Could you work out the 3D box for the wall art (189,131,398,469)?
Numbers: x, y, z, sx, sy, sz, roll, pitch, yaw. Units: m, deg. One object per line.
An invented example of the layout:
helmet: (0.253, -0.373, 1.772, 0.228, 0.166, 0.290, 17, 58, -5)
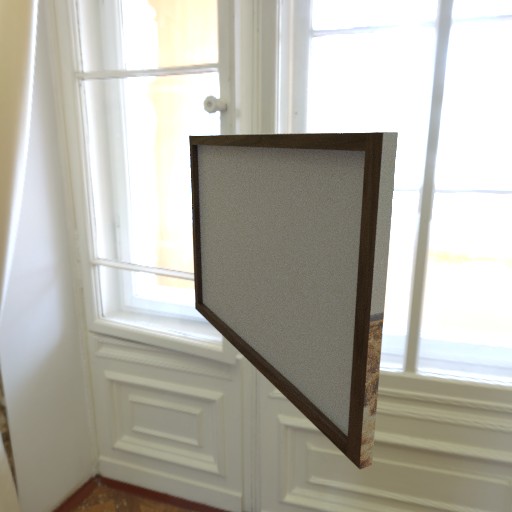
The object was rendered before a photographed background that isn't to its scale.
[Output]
wall art: (0.000, 0.000, 1.917, 0.051, 1.016, 1.520, -7, 17, -26)
